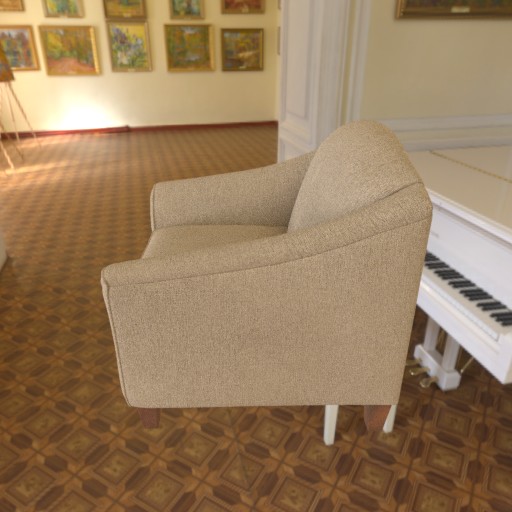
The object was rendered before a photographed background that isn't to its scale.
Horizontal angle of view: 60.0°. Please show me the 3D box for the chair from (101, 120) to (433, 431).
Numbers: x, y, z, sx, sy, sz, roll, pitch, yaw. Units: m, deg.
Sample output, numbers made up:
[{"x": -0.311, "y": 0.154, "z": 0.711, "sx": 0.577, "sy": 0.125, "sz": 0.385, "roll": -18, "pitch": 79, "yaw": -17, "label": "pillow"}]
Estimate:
[{"x": 0.000, "y": 0.000, "z": 1.438, "sx": 0.787, "sy": 0.839, "sz": 0.763, "roll": -1, "pitch": 26, "yaw": -2, "label": "chair"}]
